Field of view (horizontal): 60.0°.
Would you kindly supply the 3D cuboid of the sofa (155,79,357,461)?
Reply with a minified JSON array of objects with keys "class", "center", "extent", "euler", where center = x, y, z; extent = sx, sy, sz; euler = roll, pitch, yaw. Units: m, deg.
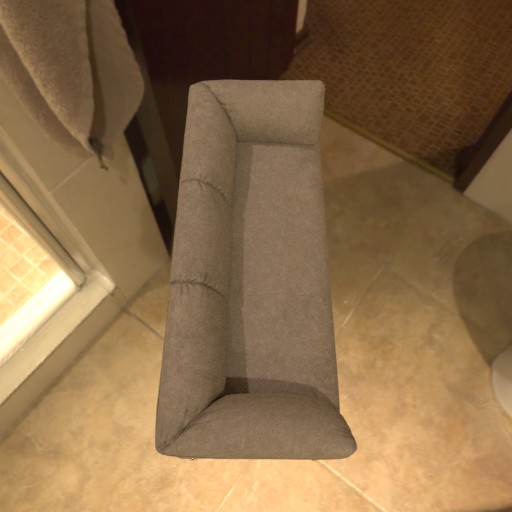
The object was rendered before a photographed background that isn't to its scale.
[{"class":"sofa","center":[0.000,0.000,2.662],"extent":[0.899,0.758,2.238],"euler":[0,64,0]}]
